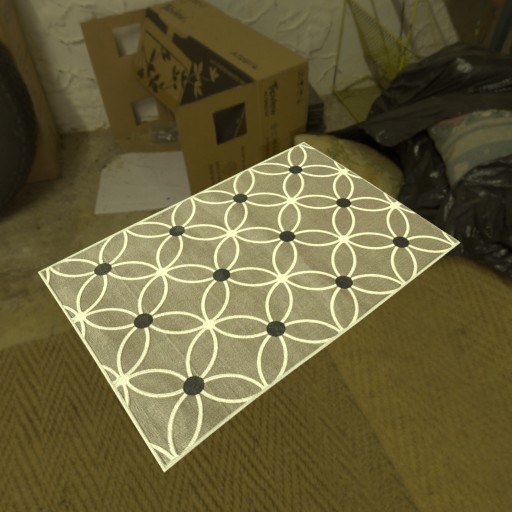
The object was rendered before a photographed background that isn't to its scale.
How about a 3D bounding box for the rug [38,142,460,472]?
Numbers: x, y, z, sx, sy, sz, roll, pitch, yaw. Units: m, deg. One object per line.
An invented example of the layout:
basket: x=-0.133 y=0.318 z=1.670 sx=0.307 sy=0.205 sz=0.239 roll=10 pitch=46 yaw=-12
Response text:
rug: x=0.000 y=0.000 z=2.859 sx=2.284 sy=0.008 sz=1.522 roll=-31 pitch=55 yaw=-25
